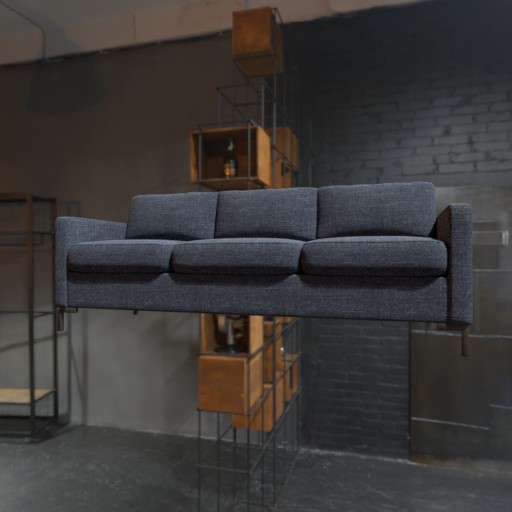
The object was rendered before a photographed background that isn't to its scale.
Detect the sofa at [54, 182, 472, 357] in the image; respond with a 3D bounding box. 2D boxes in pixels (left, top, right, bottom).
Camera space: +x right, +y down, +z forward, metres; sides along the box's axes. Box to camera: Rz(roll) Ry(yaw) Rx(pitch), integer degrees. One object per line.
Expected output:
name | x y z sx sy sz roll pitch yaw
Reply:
sofa | 0.000 0.000 2.623 2.218 0.874 0.859 0 0 18
